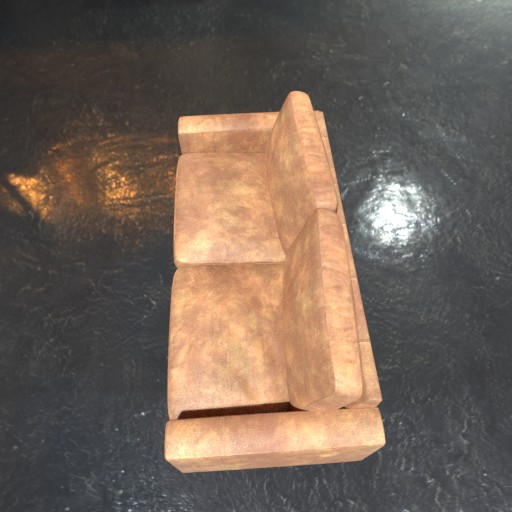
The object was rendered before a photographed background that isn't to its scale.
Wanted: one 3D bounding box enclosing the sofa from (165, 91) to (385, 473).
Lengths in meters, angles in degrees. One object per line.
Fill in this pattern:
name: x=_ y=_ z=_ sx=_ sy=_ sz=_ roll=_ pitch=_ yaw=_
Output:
sofa: x=0.000 y=0.000 z=2.604 sx=1.016 sy=0.873 sz=2.179 roll=-3 pitch=59 yaw=-2
